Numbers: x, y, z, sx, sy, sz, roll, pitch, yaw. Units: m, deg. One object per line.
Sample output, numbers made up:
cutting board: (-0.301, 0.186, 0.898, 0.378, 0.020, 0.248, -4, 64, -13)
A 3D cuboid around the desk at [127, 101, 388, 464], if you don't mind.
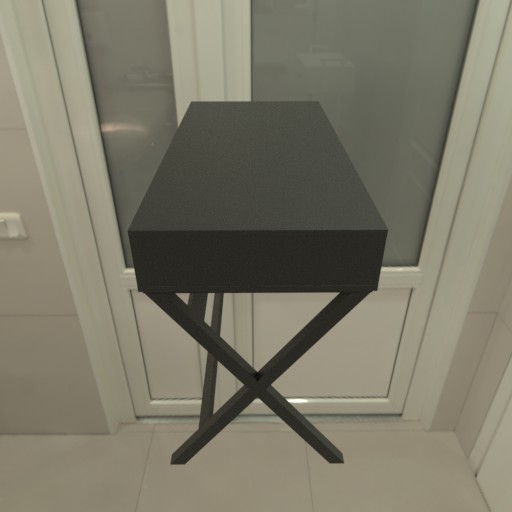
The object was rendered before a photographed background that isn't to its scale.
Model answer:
desk: (0.000, 0.000, 1.510, 0.504, 0.780, 1.057, 0, 32, 0)
